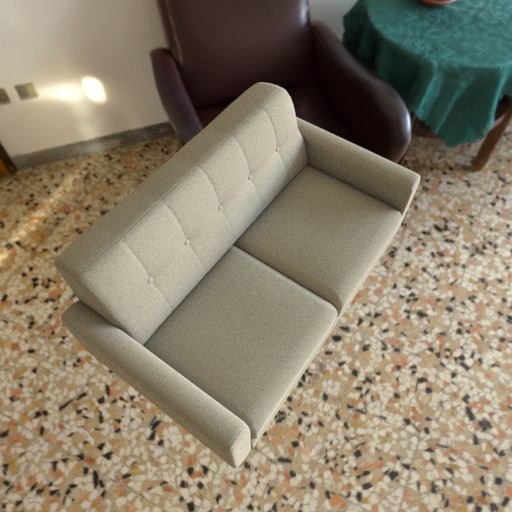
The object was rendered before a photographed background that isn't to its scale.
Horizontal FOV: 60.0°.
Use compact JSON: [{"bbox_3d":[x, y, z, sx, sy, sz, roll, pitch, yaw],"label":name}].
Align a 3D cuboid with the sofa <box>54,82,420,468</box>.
[{"bbox_3d":[0.000,0.000,2.225,0.980,0.892,1.655,31,62,18],"label":"sofa"}]
